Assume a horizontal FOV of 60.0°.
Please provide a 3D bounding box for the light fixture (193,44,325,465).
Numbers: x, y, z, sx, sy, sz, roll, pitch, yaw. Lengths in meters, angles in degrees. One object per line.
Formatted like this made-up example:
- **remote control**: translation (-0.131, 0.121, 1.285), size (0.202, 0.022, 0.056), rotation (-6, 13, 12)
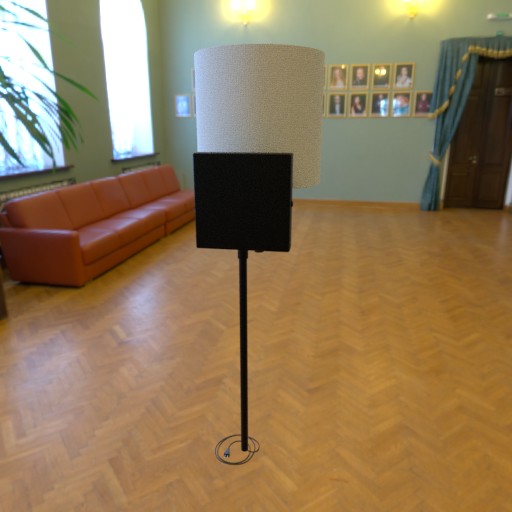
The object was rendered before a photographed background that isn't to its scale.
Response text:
- **light fixture**: translation (0.000, 0.000, 0.697), size (0.188, 0.589, 0.248), rotation (3, 17, 9)
